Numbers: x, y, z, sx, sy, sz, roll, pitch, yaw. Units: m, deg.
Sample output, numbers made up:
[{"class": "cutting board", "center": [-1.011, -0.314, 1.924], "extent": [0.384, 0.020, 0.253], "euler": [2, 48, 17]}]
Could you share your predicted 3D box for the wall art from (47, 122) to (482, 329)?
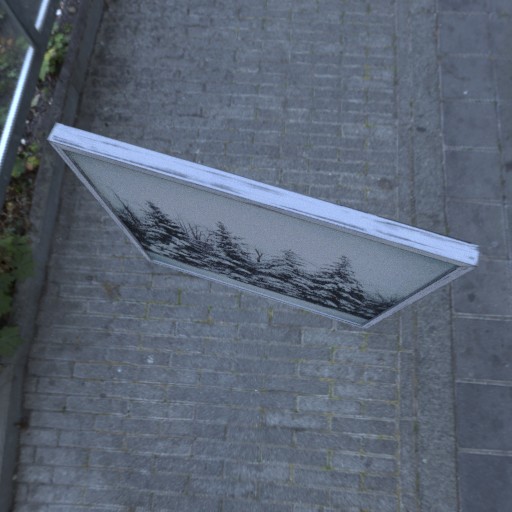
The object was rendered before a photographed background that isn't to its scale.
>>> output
[{"class": "wall art", "center": [0.000, 0.000, 1.114], "extent": [0.761, 0.761, 0.037], "euler": [17, 74, 5]}]
